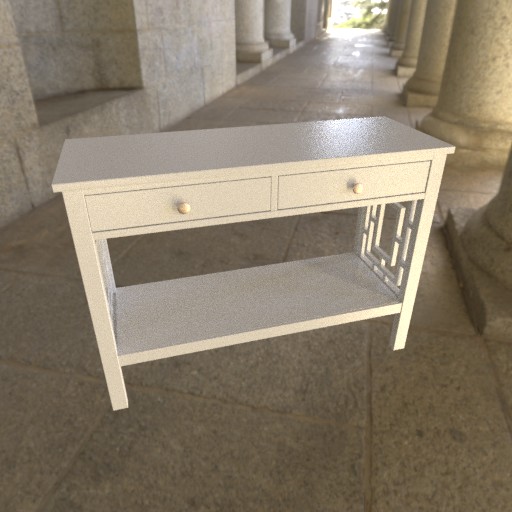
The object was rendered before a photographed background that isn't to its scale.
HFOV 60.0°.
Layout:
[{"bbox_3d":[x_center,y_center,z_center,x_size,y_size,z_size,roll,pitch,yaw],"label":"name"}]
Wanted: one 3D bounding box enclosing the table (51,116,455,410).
[{"bbox_3d":[0.000,0.000,1.470,1.068,0.753,0.397,-8,31,-14],"label":"table"}]
